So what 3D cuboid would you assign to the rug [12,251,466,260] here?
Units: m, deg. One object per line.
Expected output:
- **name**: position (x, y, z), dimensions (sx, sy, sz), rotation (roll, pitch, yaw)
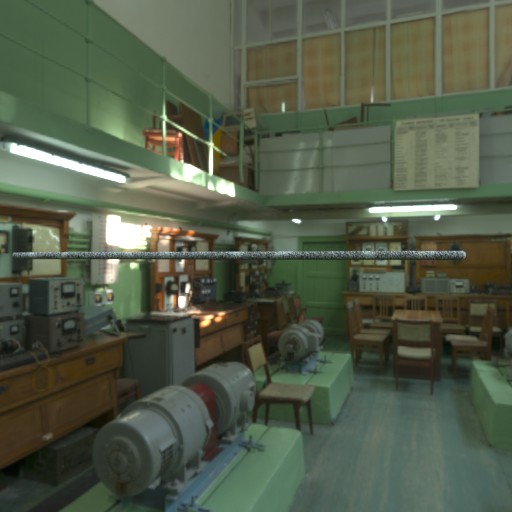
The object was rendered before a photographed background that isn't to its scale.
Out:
- **rug**: position (0.000, 0.000, 2.030), dimensions (1.600, 0.025, 1.200), rotation (0, 0, 18)
